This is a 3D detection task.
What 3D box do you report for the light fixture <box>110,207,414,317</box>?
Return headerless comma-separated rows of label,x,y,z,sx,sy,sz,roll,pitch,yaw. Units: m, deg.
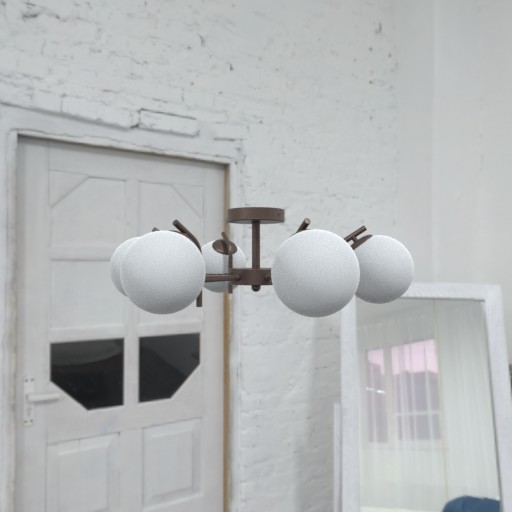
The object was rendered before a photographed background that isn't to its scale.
light fixture,0.000,0.000,0.970,0.662,0.201,0.662,0,0,0
